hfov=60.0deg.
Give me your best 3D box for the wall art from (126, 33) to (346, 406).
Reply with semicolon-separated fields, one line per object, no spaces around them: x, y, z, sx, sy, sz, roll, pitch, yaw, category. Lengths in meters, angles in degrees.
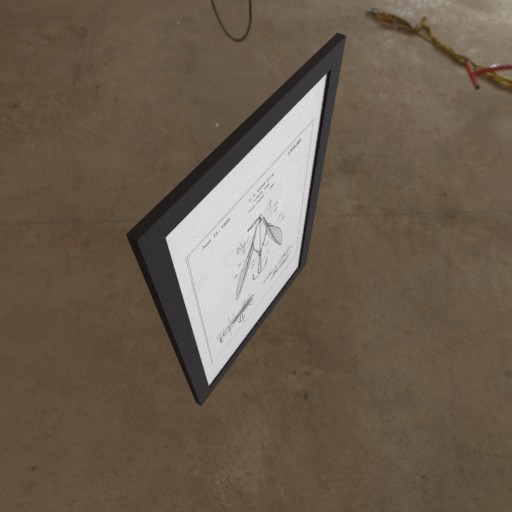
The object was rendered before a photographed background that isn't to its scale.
0.000;0.000;0.691;0.013;0.534;0.380;30;62;18;wall art
